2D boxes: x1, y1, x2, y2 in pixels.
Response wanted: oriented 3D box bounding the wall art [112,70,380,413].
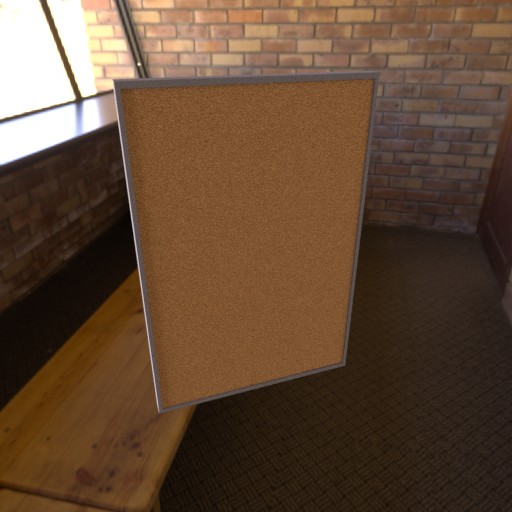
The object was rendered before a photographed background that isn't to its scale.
[{"bbox_3d":[0.000,0.000,0.993,0.511,0.753,0.039,-9,29,-17],"label":"wall art"}]
